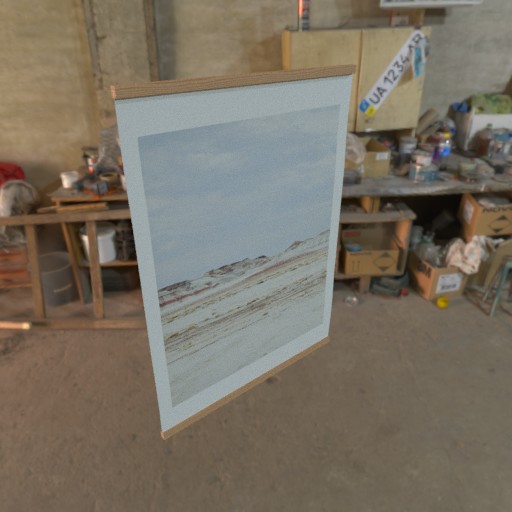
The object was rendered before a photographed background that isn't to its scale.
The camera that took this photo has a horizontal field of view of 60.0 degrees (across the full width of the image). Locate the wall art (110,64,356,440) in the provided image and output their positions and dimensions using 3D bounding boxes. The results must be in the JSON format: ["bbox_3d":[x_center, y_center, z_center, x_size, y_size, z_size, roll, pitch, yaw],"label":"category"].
[{"bbox_3d":[0.000,0.000,1.327,0.739,1.016,0.020,-21,35,-34],"label":"wall art"}]
